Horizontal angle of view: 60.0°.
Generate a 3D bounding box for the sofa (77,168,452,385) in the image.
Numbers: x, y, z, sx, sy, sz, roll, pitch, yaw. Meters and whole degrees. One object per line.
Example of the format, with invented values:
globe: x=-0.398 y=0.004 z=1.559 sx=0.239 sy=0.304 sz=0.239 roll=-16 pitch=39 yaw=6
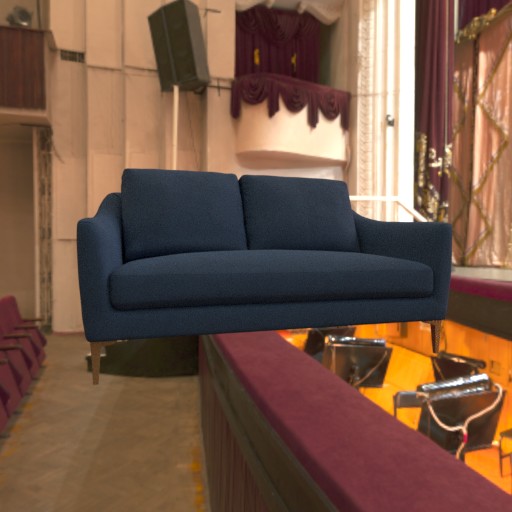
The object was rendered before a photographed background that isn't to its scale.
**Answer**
sofa: x=0.000 y=0.000 z=2.230 sx=1.619 sy=0.902 sz=0.960 roll=0 pitch=1 yaw=-18
